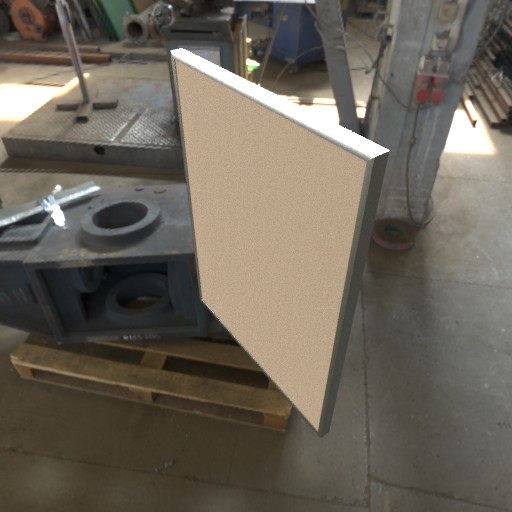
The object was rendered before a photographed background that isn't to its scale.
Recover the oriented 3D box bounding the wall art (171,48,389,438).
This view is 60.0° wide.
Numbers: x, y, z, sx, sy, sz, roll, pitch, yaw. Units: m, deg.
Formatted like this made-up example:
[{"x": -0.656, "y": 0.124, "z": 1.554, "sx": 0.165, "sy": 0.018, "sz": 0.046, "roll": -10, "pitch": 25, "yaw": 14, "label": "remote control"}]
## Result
[{"x": 0.000, "y": 0.000, "z": 1.420, "sx": 0.041, "sy": 1.062, "sz": 0.803, "roll": -25, "pitch": 47, "yaw": -27, "label": "wall art"}]
